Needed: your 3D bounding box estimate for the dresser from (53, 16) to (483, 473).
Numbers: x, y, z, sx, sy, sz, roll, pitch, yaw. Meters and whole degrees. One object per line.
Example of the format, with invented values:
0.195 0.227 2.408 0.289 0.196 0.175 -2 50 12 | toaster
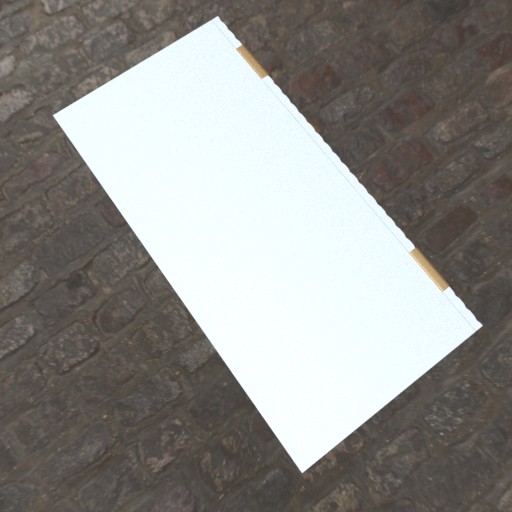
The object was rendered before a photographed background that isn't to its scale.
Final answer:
0.000 0.000 1.277 0.457 0.721 0.905 -35 78 -9 | dresser
